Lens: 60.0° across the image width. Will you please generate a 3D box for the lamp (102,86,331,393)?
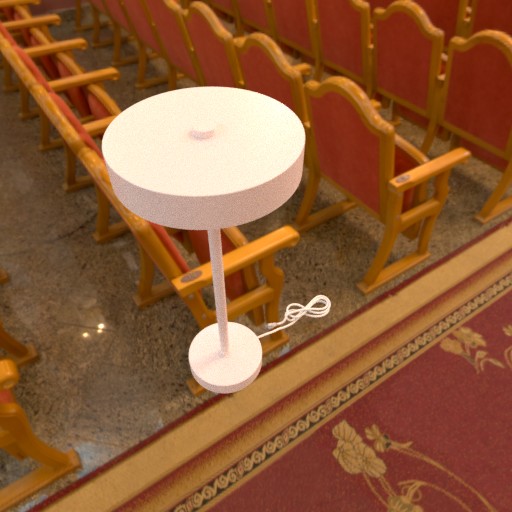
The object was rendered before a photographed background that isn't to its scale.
[{"bbox_3d":[0.000,0.000,0.709,0.369,0.508,0.229,-26,52,-23],"label":"lamp"}]
